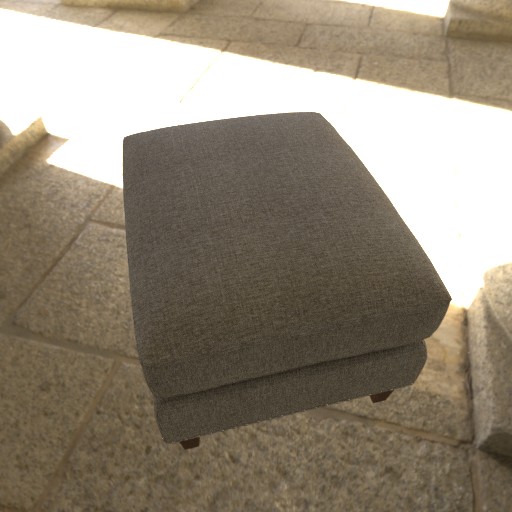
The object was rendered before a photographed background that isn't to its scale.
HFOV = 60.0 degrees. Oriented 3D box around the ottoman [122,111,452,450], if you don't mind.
[{"bbox_3d":[0.000,0.000,1.128,0.584,0.513,0.741,-10,47,-10],"label":"ottoman"}]
